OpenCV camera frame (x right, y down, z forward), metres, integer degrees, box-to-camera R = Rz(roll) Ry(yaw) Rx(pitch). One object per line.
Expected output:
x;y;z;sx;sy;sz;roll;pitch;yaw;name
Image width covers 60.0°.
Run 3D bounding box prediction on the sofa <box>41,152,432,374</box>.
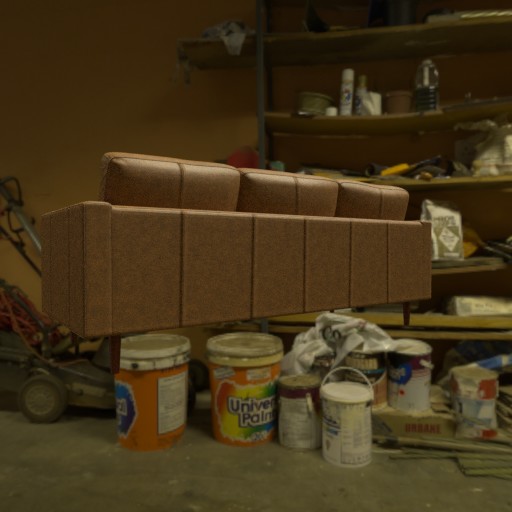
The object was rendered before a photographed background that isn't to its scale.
0.000;0.000;2.671;2.231;0.930;0.903;-1;1;-35;sofa
